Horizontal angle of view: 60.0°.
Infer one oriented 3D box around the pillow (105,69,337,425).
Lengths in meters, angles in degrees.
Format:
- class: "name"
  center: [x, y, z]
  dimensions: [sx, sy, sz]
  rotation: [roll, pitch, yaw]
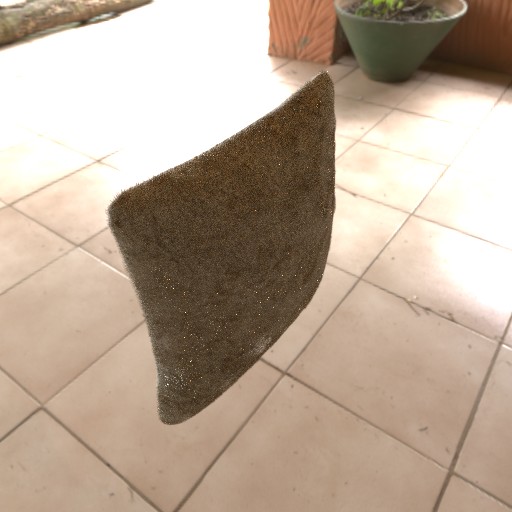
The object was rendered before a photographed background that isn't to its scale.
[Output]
- class: "pillow"
  center: [0.000, 0.000, 0.817]
  dimensions: [0.216, 0.525, 0.538]
  rotation: [25, 47, 26]
